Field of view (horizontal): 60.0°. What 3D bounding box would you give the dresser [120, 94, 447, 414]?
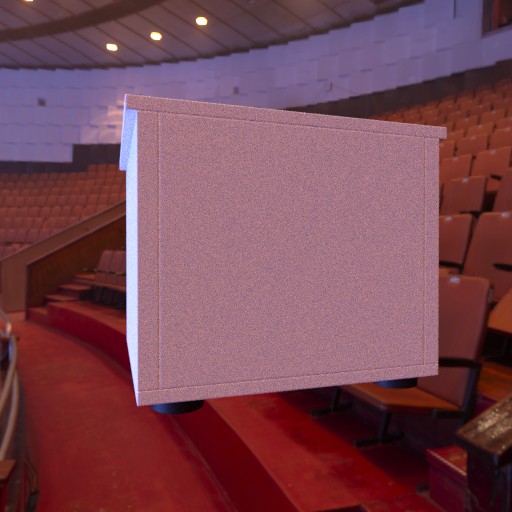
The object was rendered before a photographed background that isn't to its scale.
[{"bbox_3d":[0.000,0.000,0.742,0.430,0.360,0.400,0,1,-18],"label":"dresser"}]
